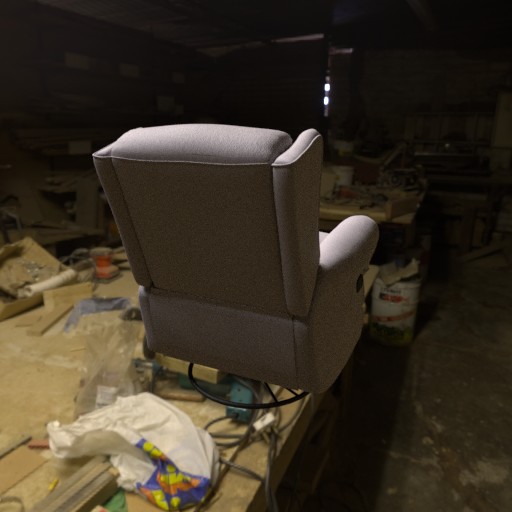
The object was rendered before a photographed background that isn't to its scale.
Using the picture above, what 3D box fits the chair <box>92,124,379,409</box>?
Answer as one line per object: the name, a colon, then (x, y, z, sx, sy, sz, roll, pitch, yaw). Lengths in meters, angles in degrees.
chair: (0.000, 0.000, 1.763, 0.847, 1.011, 0.969, 8, 19, 24)
